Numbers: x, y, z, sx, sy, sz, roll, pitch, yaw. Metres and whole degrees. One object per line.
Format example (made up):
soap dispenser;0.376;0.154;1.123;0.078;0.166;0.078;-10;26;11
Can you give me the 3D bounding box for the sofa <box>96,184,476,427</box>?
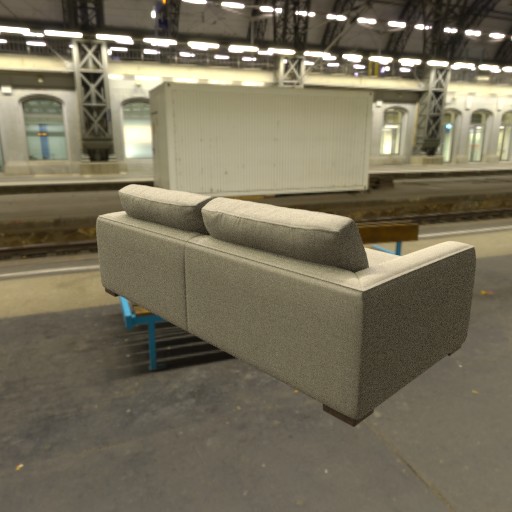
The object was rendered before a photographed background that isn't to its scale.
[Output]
sofa;0.000;0.000;2.748;1.070;0.801;2.262;-14;20;-42
